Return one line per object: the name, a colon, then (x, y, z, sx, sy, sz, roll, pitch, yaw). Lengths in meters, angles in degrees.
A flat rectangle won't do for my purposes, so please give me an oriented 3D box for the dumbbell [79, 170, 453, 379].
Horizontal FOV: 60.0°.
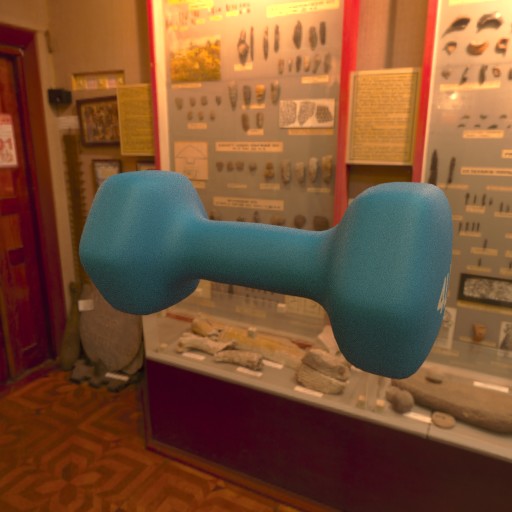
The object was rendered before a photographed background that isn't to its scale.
dumbbell: (0.000, 0.000, 0.188, 0.152, 0.066, 0.074, 8, 17, 28)
